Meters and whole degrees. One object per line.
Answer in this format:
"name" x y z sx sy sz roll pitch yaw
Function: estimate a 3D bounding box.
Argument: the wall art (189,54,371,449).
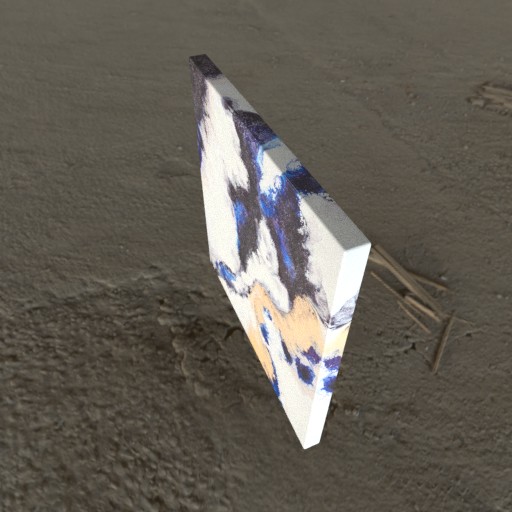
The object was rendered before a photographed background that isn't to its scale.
"wall art" 0.000 0.000 0.934 0.039 0.609 0.609 -17 49 -16
